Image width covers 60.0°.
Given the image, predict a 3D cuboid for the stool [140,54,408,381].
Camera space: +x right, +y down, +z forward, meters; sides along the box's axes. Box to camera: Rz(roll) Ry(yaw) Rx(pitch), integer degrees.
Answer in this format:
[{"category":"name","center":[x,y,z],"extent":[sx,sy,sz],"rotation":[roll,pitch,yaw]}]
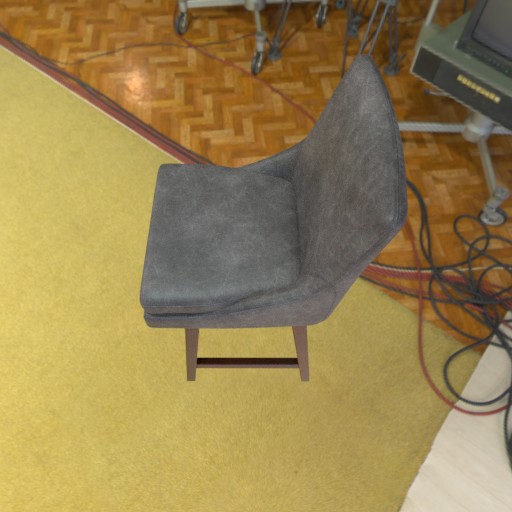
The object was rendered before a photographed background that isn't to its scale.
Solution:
[{"category":"stool","center":[0.000,0.000,1.332],"extent":[0.587,1.046,0.492],"rotation":[0,60,0]}]
